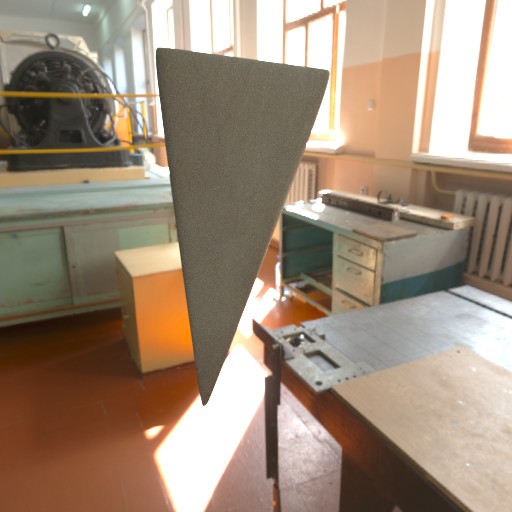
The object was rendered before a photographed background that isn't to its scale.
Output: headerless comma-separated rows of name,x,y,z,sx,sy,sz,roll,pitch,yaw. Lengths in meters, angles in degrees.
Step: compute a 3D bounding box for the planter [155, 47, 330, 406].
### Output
planter,0.000,0.000,0.275,0.081,0.224,0.101,3,17,9
